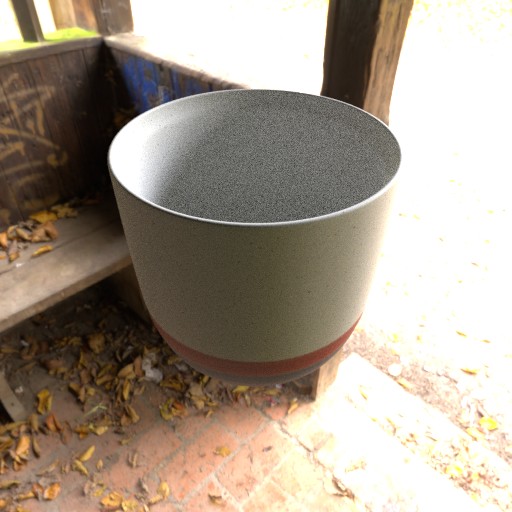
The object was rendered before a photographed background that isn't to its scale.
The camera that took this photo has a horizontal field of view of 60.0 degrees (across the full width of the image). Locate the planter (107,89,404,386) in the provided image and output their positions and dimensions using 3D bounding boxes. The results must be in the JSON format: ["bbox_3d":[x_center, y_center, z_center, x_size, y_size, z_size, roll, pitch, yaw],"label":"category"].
[{"bbox_3d":[0.000,0.000,0.382,0.204,0.214,0.204,0,40,0],"label":"planter"}]
